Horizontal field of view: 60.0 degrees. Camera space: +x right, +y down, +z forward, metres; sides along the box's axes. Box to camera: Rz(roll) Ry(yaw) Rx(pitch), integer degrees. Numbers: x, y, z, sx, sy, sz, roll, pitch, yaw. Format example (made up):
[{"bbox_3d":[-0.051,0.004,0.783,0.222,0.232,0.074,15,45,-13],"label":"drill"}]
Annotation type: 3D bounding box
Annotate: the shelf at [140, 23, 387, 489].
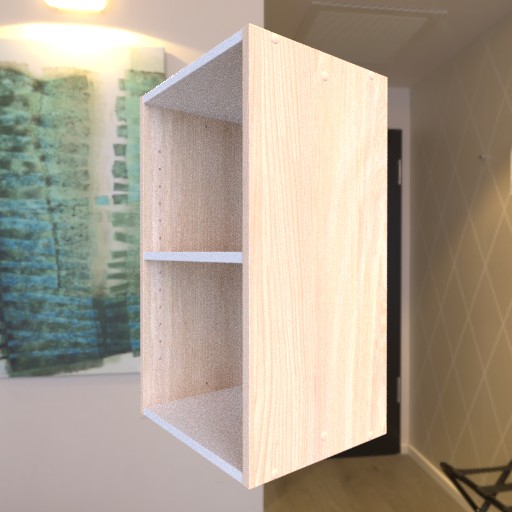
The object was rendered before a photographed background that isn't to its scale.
[{"bbox_3d":[0.000,0.000,0.796,0.290,0.600,0.350,0,1,-38],"label":"shelf"}]
